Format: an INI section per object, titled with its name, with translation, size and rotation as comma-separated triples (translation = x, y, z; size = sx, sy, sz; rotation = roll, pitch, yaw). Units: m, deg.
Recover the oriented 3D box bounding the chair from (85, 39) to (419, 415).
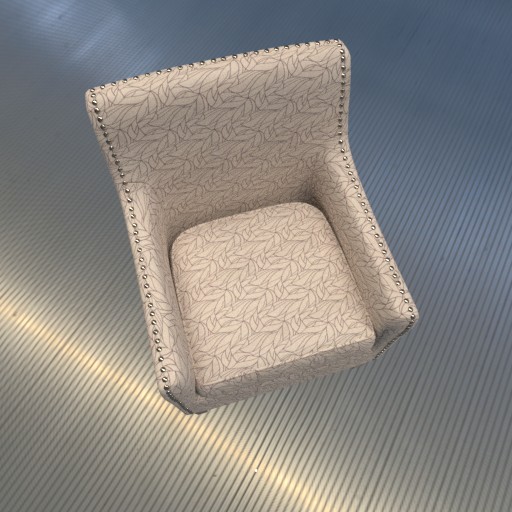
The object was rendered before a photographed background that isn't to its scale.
[chair]
translation = 0.000, 0.000, 1.229
size = 0.623, 0.816, 0.651
rotation = -14, 65, -7
